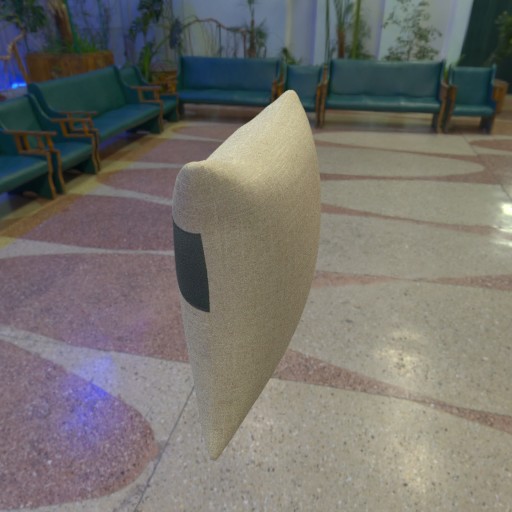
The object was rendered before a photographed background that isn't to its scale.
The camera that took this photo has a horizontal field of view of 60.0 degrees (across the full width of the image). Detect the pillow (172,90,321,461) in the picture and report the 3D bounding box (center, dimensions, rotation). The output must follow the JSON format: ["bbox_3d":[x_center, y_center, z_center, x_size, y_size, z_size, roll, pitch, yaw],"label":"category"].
[{"bbox_3d":[0.000,0.000,0.645,0.173,0.399,0.414,8,30,14],"label":"pillow"}]
